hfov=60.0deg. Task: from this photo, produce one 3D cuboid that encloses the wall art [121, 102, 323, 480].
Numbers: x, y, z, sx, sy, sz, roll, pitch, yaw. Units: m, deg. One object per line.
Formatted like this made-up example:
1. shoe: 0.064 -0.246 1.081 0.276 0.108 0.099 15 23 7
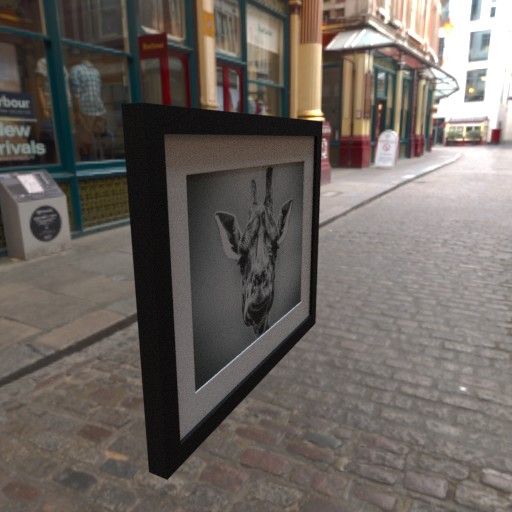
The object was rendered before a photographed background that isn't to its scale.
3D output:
1. wall art: 0.000 0.000 0.755 0.031 0.457 0.558 7 17 26
